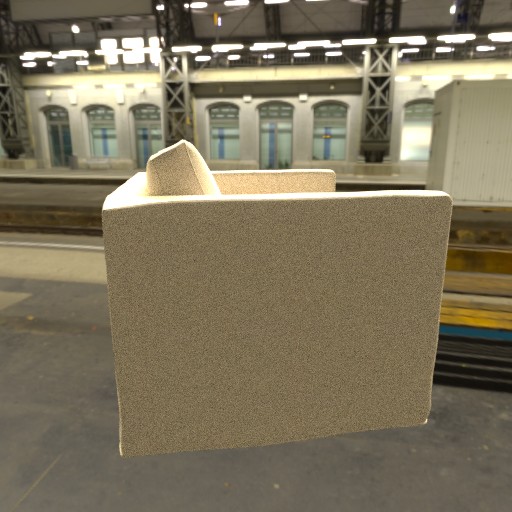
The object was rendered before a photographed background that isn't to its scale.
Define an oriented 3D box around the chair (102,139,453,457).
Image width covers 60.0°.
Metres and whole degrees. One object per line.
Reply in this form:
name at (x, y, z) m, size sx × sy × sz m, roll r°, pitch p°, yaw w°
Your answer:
chair at (0.000, 0.000, 1.671) m, size 0.947 × 0.851 × 1.057 m, roll -2°, pitch 15°, yaw -9°
